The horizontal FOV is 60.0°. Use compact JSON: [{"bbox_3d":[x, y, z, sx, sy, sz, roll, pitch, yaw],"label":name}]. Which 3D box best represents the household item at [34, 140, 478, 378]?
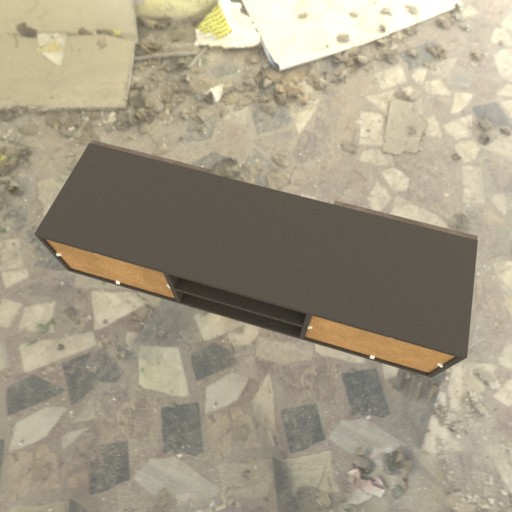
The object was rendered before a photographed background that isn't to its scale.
[{"bbox_3d":[0.000,0.000,1.596,1.400,0.310,0.420,15,64,7],"label":"household item"}]
